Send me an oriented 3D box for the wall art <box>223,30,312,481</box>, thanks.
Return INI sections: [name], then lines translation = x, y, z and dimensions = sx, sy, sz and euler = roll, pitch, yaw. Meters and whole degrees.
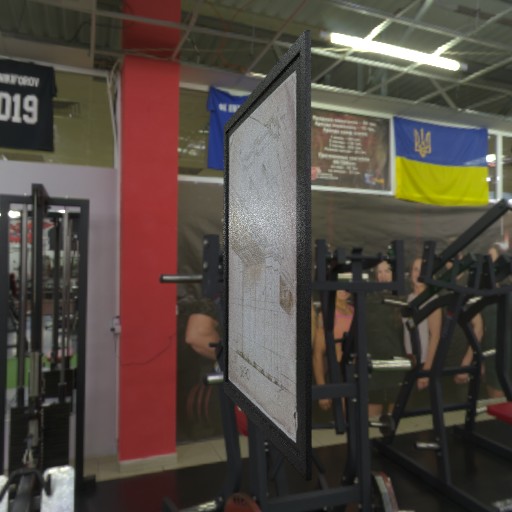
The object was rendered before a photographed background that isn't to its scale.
[wall art]
translation = 0.000, 0.000, 1.287
dimensions = 0.013, 0.967, 0.707
euler = 0, -1, -19
